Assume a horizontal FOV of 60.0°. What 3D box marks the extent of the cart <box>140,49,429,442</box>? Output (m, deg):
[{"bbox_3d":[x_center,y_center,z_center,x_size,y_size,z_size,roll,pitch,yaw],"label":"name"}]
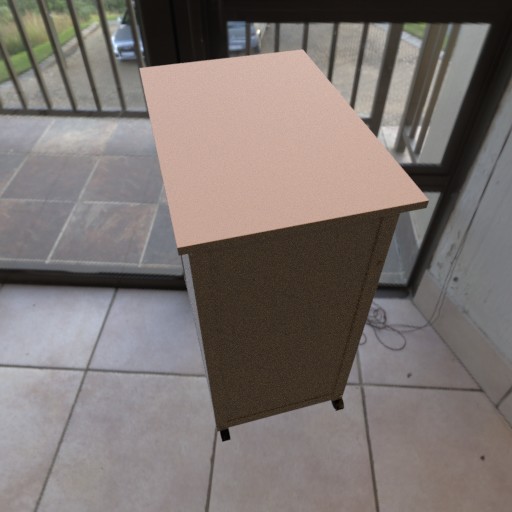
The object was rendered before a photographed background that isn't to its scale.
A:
[{"bbox_3d":[0.000,0.000,1.275,0.442,0.864,0.683,-11,48,-10],"label":"cart"}]
